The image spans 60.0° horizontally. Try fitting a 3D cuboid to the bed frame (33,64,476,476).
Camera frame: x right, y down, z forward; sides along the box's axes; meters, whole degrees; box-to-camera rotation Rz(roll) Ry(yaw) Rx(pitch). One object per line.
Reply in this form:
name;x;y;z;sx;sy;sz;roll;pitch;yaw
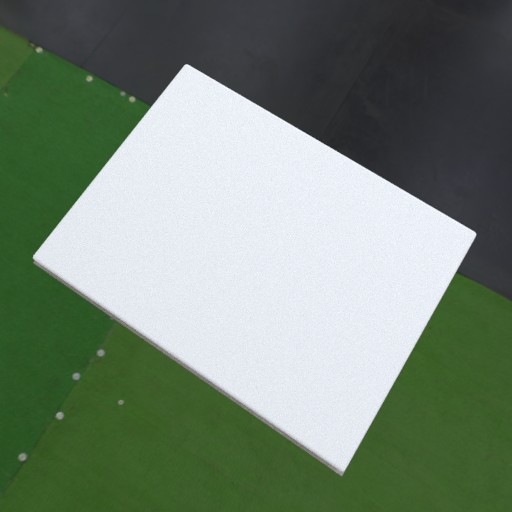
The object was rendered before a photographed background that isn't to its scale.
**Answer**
bed frame;0.000;0.000;2.567;1.944;0.490;1.448;32;79;7
